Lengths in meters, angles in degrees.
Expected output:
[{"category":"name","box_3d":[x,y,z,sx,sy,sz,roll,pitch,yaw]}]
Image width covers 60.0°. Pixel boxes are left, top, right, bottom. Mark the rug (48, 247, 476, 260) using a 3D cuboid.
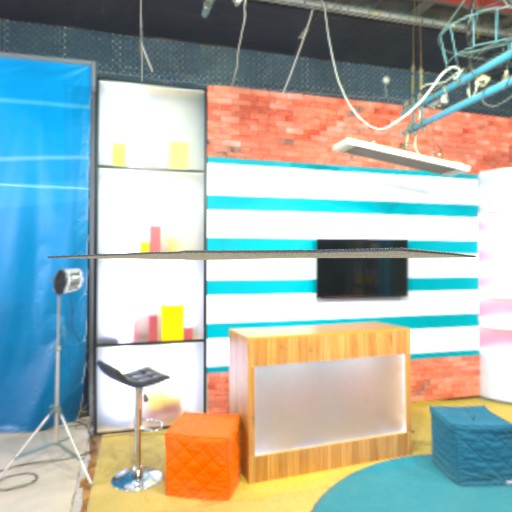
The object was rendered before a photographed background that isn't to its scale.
[{"category":"rug","box_3d":[0.000,0.000,2.251,1.853,0.022,1.174,-1,-2,35]}]
